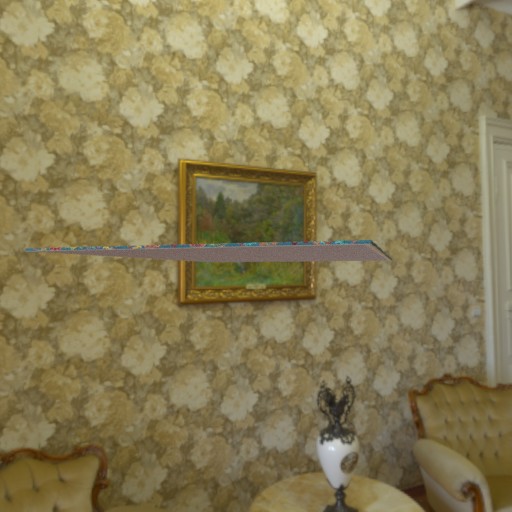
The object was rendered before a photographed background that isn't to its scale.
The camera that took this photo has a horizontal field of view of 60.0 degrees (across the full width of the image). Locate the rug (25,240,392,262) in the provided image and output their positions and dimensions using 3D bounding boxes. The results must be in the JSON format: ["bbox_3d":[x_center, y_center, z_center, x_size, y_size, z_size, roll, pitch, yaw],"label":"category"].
[{"bbox_3d":[0.000,0.000,4.305,2.434,0.025,3.204,-1,-2,19],"label":"rug"}]
